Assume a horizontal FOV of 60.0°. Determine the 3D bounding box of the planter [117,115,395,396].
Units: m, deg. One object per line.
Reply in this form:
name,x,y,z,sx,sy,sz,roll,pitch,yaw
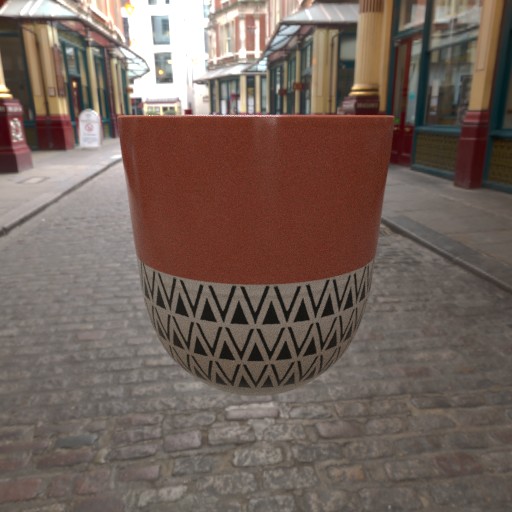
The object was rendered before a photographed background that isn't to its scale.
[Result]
planter,0.000,0.000,0.356,0.195,0.214,0.195,0,17,0
